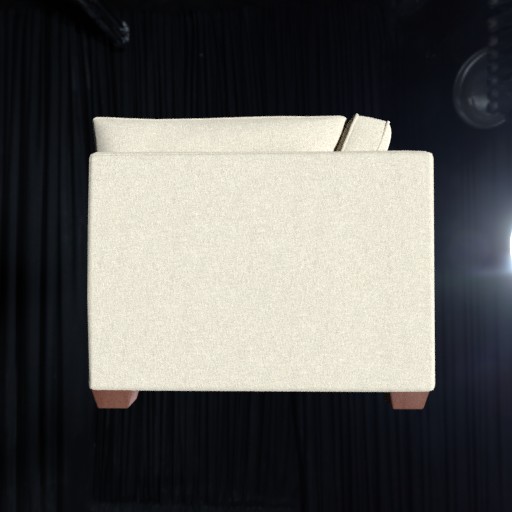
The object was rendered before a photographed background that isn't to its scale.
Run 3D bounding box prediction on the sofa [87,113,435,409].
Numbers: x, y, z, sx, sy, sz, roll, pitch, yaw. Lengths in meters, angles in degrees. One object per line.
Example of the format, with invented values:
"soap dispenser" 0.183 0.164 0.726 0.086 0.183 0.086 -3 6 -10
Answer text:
"sofa" 0.000 0.000 1.936 1.146 1.002 1.084 0 -1 0
